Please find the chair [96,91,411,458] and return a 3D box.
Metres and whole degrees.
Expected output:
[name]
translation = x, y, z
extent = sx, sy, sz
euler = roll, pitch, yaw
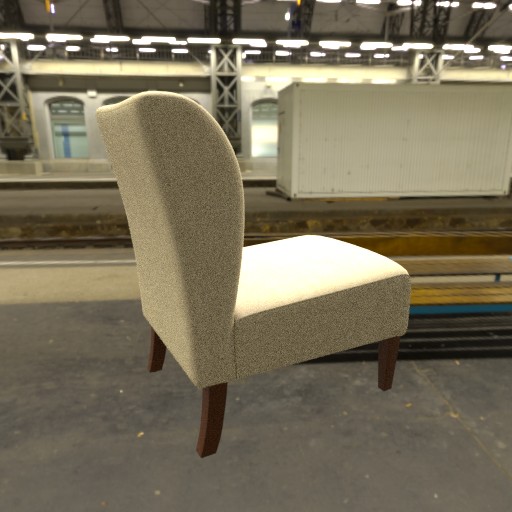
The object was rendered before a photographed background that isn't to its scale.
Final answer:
[chair]
translation = 0.000, 0.000, 1.285
extent = 0.754, 0.833, 0.521
euler = -8, 17, -27
